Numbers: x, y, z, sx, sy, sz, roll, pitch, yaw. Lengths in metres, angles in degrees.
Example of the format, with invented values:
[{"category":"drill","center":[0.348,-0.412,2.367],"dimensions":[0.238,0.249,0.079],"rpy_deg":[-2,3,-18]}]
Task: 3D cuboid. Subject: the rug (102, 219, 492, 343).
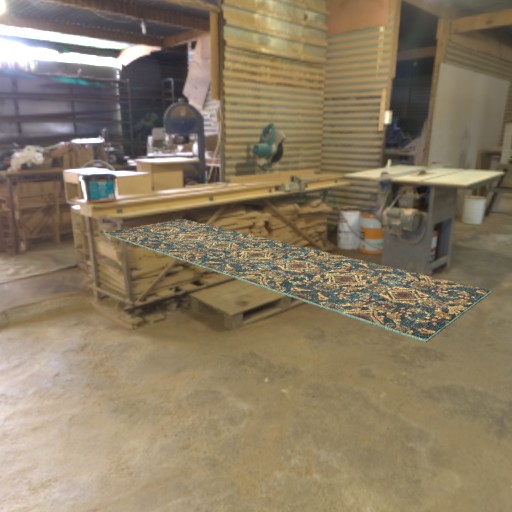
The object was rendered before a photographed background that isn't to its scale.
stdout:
[{"category":"rug","center":[0.000,0.000,2.515],"dimensions":[2.292,0.014,0.685],"rpy_deg":[15,22,42]}]
